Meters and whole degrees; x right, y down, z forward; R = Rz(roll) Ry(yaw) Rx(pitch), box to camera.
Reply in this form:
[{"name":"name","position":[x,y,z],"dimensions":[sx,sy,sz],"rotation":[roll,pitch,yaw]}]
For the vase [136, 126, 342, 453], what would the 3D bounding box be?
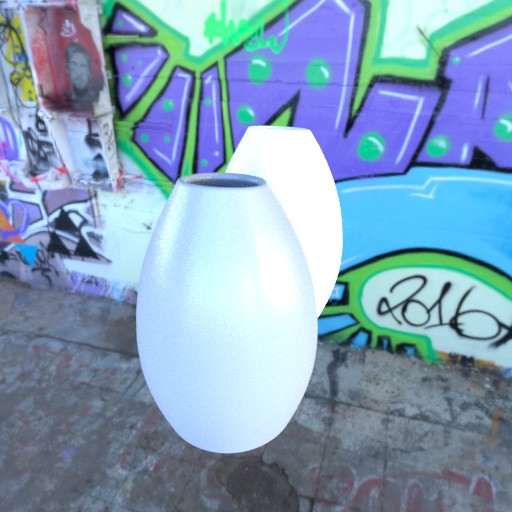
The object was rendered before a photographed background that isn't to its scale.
[{"name":"vase","position":[0.000,0.000,0.256],"dimensions":[0.089,0.131,0.187],"rotation":[8,30,15]}]
